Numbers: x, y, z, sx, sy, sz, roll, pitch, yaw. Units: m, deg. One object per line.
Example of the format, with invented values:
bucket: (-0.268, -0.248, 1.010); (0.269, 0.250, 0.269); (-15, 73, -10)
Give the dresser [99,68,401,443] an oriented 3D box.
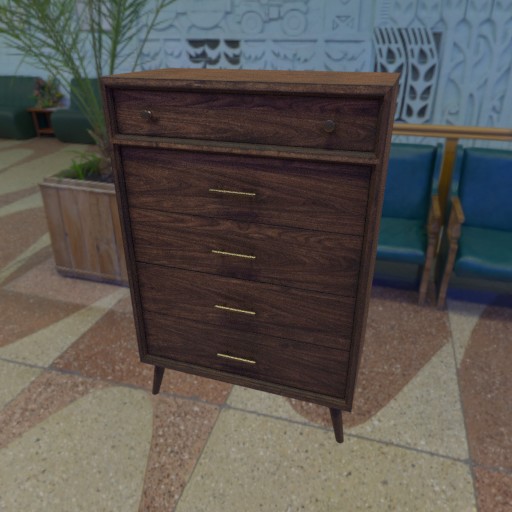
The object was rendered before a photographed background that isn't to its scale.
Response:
dresser: (0.000, 0.000, 1.799); (0.919, 1.365, 0.498); (8, 28, 17)
